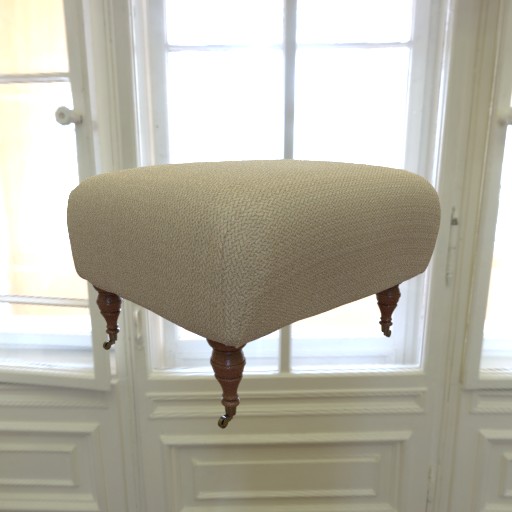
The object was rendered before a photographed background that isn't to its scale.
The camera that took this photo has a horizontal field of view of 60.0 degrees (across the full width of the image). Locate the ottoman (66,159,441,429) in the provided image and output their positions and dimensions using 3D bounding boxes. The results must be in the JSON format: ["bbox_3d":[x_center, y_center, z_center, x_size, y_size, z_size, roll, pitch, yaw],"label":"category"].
[{"bbox_3d":[0.000,0.000,1.051,0.684,0.447,0.622,-13,18,-43],"label":"ottoman"}]
